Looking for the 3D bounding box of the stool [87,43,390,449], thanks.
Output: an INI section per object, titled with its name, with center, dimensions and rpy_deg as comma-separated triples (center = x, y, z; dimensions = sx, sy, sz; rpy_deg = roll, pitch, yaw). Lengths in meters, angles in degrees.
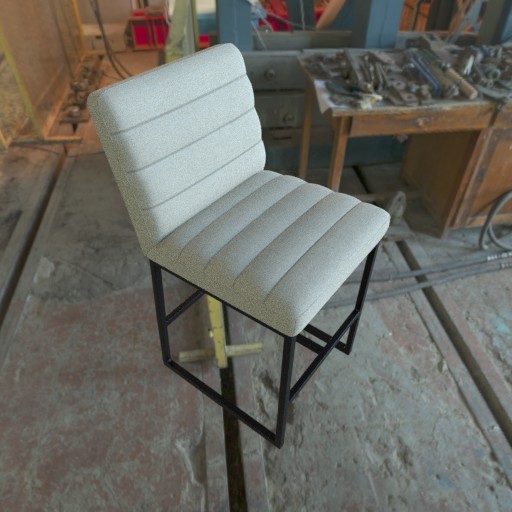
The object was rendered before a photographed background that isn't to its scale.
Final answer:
[stool]
center = 0.000, 0.000, 1.231
dimensions = 0.560, 0.940, 0.460
rpy_deg = 27, 49, 27
